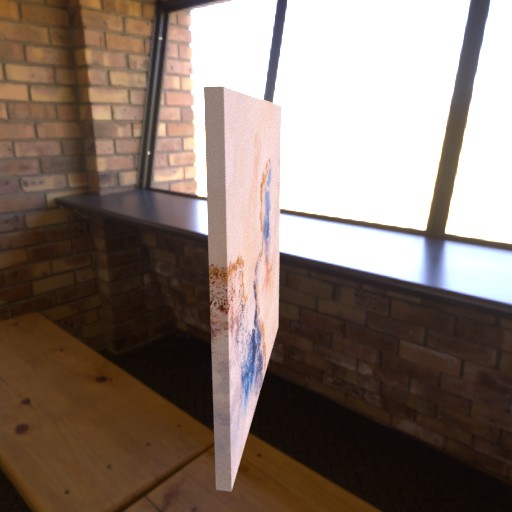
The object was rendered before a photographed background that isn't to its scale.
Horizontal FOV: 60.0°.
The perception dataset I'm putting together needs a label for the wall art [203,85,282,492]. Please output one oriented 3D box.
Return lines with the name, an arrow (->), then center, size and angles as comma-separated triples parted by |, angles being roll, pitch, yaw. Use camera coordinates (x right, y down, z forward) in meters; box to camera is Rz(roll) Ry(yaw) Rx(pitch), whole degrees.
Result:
wall art -> 0.000, 0.000, 1.331 | 0.038, 0.889, 0.889 | 3, 17, 9
